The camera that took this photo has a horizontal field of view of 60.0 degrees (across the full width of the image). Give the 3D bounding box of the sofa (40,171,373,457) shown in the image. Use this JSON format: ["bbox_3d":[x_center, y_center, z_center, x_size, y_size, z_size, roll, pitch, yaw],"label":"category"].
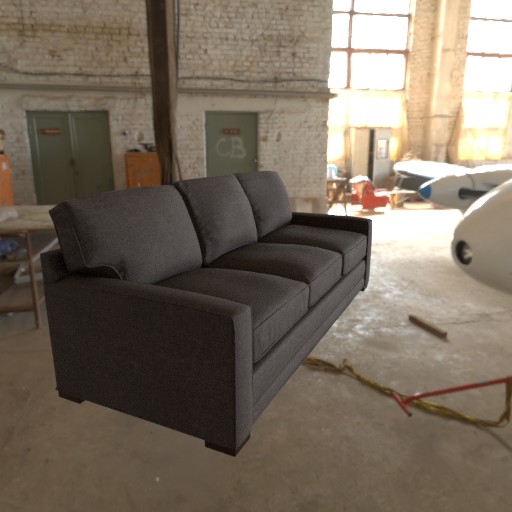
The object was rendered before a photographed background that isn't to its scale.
[{"bbox_3d":[0.000,0.000,2.825,1.004,0.978,2.369,7,16,25],"label":"sofa"}]
